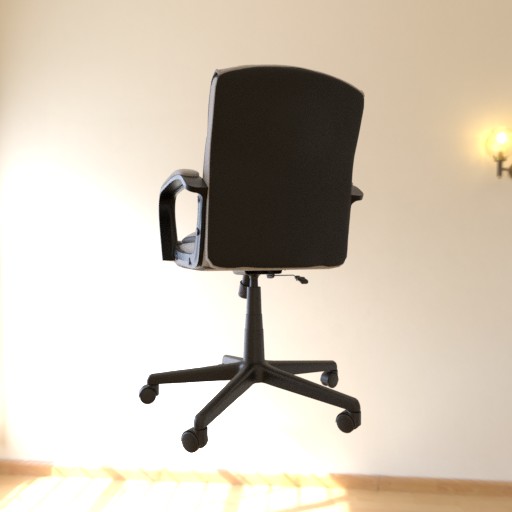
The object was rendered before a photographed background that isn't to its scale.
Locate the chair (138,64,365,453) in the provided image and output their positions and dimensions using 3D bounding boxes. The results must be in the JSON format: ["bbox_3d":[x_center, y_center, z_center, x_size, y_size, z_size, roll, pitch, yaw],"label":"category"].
[{"bbox_3d":[0.000,0.000,1.483,0.739,1.004,0.717,0,1,-20],"label":"chair"}]
